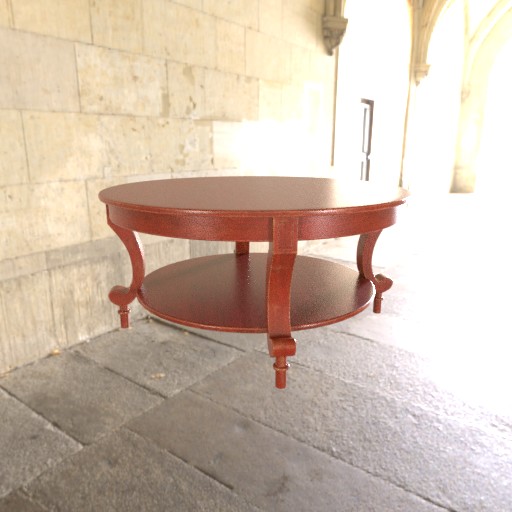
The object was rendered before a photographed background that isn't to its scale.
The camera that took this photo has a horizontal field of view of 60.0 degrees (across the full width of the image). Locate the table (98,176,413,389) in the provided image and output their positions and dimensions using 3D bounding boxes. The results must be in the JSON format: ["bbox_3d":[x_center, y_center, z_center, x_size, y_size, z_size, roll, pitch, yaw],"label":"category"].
[{"bbox_3d":[0.000,0.000,1.586,1.029,0.486,1.029,0,15,0],"label":"table"}]
